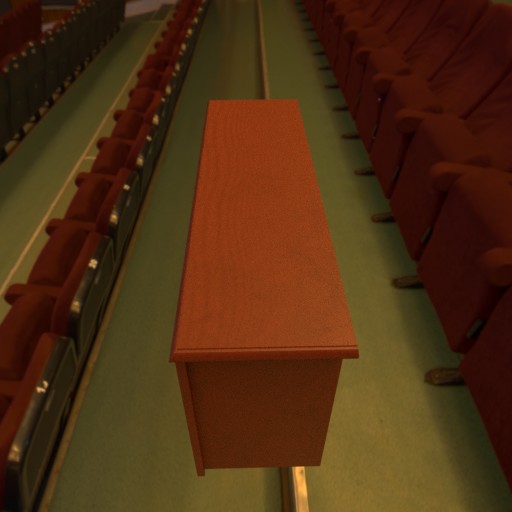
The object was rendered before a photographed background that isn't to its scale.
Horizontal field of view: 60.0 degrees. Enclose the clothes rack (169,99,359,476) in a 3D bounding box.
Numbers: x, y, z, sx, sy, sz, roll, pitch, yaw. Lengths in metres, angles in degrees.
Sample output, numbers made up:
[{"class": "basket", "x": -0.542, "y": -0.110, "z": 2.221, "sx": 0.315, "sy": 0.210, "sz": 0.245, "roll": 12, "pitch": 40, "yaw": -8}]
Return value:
[{"class": "clothes rack", "x": 0.000, "y": 0.000, "z": 1.500, "sx": 0.362, "sy": 0.594, "sz": 1.251, "roll": -1, "pitch": 41, "yaw": -1}]
